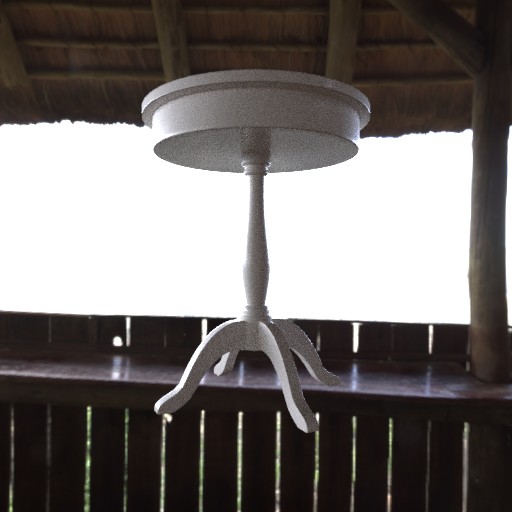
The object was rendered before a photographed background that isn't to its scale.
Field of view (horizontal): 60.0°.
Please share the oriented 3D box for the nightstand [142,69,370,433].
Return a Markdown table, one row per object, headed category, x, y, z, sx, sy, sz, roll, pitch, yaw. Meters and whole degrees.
| category | x | y | z | sx | sy | sz | roll | pitch | yaw |
| --- | --- | --- | --- | --- | --- | --- | --- | --- | --- |
| nightstand | 0.000 | 0.000 | 1.028 | 0.513 | 0.653 | 0.513 | 0 | 0 | -18 |
